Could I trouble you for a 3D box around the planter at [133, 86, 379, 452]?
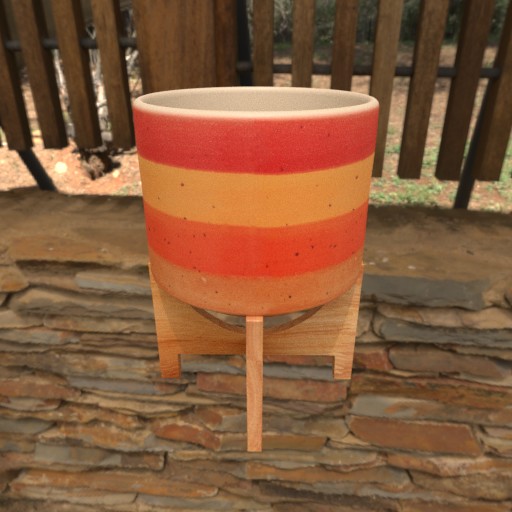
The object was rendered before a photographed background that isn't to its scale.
[{"bbox_3d":[0.000,0.000,0.556,0.269,0.379,0.269,0,25,0],"label":"planter"}]
